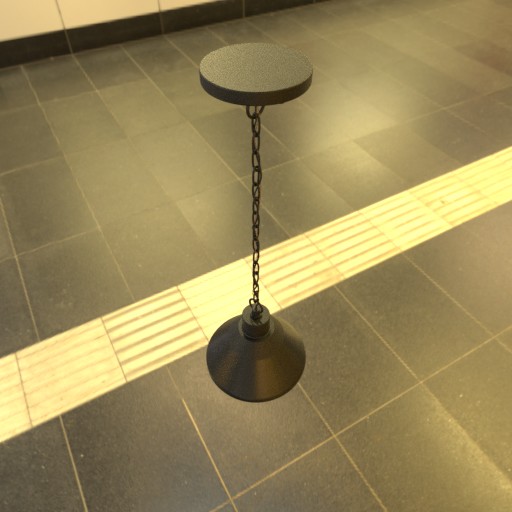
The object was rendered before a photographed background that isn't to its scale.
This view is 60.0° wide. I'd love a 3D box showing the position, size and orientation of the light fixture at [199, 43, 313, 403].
[{"bbox_3d":[0.000,0.000,0.682,0.201,0.588,0.201,32,55,26],"label":"light fixture"}]
